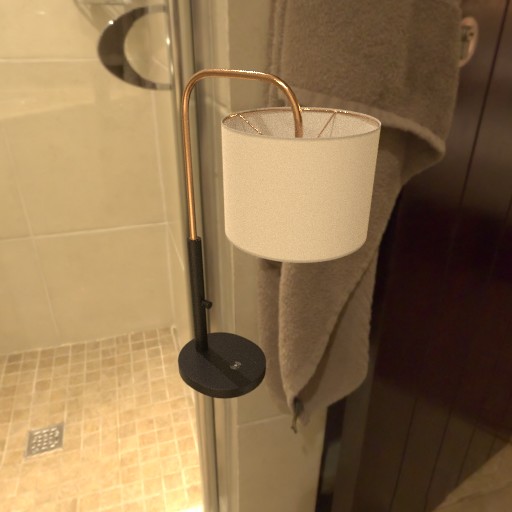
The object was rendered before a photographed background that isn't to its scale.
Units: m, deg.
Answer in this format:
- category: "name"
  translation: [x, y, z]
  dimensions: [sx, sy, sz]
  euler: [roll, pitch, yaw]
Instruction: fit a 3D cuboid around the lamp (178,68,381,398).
- category: "lamp"
  translation: [0.000, 0.000, 0.698]
  dimensions: [0.337, 0.540, 0.199]
  euler: [19, 33, 31]
